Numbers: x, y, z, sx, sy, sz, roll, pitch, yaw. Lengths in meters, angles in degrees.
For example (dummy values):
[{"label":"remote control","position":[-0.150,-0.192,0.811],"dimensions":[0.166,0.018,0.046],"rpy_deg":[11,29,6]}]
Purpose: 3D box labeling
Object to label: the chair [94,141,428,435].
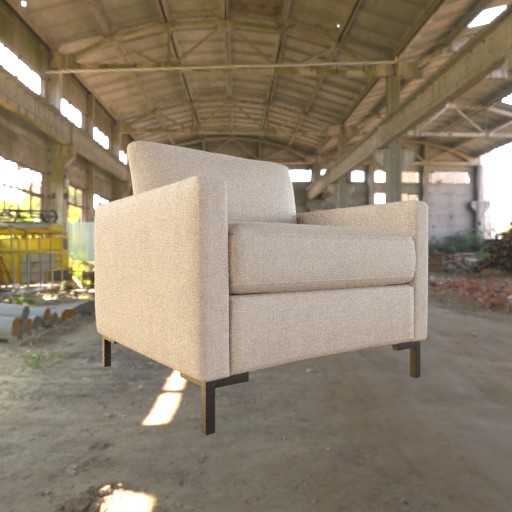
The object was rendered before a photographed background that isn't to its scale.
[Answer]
[{"label":"chair","position":[0.000,0.000,1.647],"dimensions":[0.963,0.861,0.866],"rpy_deg":[0,0,-36]}]
